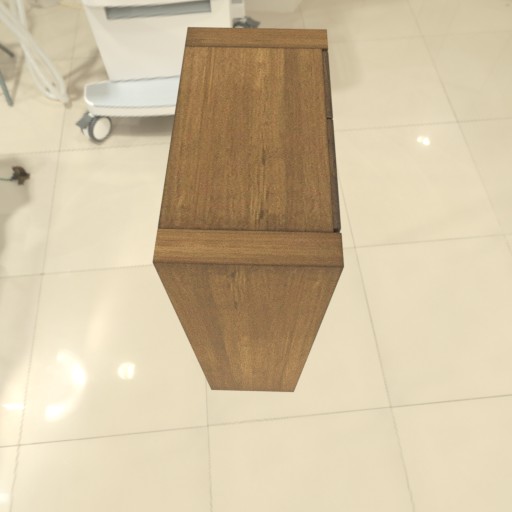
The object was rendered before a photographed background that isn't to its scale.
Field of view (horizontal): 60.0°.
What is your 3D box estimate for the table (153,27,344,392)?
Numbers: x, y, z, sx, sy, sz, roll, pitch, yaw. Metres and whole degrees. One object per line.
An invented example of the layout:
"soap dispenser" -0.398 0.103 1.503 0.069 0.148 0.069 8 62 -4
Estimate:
"table" 0.000 0.000 2.479 0.600 2.000 1.100 1 63 1
